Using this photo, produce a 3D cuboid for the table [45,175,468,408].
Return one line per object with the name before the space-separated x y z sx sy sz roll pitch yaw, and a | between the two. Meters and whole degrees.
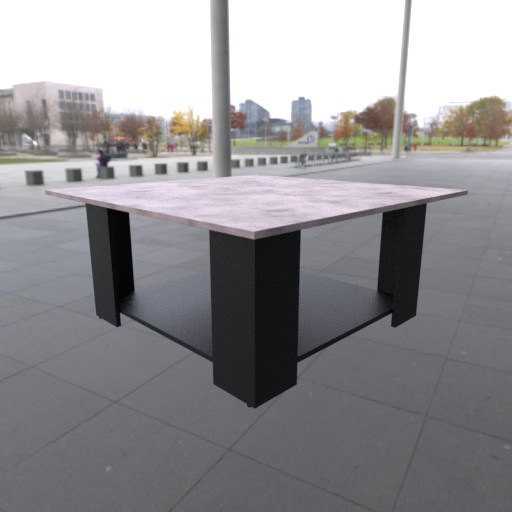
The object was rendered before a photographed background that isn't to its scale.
table | 0.000 0.000 1.030 0.670 0.305 0.670 -14 20 -43
